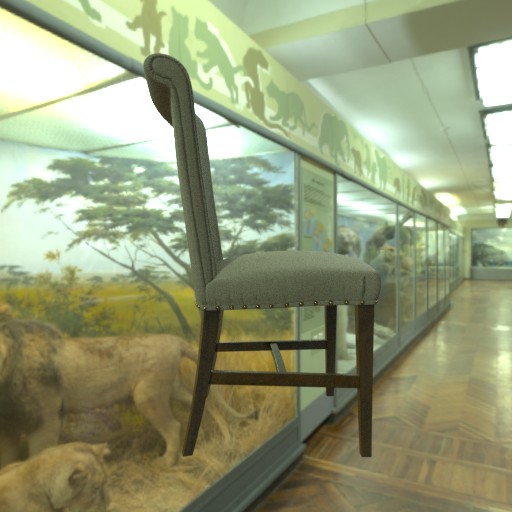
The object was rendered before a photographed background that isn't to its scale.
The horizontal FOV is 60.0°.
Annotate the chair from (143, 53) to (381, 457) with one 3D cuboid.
[{"bbox_3d":[0.000,0.000,1.322,0.608,0.988,0.513,0,1,-2],"label":"chair"}]
